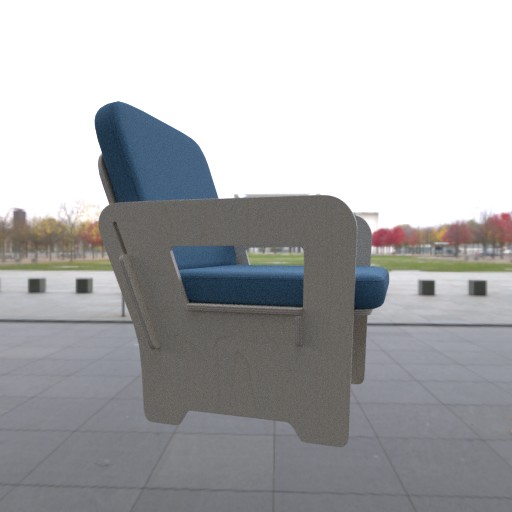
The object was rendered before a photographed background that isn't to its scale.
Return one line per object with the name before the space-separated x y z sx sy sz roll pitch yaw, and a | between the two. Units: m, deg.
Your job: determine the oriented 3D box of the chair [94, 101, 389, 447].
chair | 0.000 0.000 1.150 0.657 0.747 0.547 0 1 18
